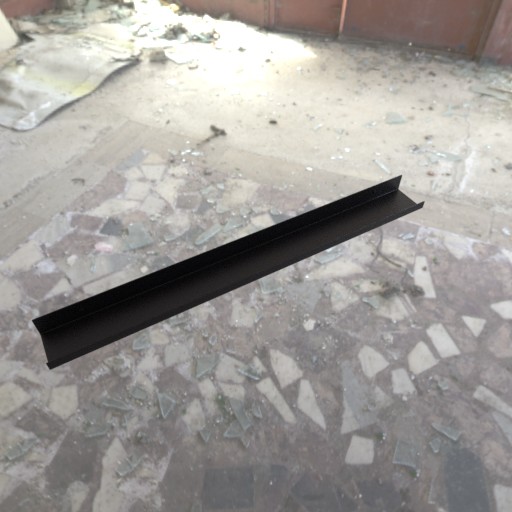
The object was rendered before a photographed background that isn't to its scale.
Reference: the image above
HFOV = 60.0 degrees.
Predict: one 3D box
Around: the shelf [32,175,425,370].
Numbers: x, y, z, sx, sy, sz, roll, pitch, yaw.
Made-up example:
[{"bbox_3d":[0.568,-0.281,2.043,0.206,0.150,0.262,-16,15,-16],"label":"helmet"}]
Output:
[{"bbox_3d":[0.000,0.000,0.984,0.924,0.049,0.092,-22,51,-20],"label":"shelf"}]
